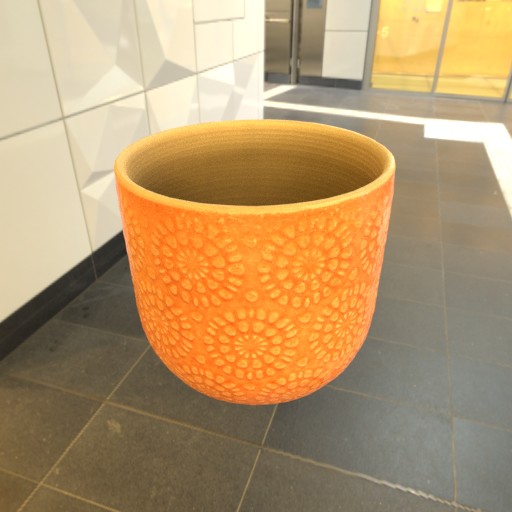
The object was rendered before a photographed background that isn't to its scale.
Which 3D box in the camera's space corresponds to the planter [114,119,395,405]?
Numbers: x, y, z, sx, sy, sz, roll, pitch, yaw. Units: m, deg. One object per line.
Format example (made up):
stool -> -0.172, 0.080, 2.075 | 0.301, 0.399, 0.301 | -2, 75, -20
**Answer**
planter -> 0.000, 0.000, 0.301 | 0.170, 0.152, 0.170 | 0, 30, 0
